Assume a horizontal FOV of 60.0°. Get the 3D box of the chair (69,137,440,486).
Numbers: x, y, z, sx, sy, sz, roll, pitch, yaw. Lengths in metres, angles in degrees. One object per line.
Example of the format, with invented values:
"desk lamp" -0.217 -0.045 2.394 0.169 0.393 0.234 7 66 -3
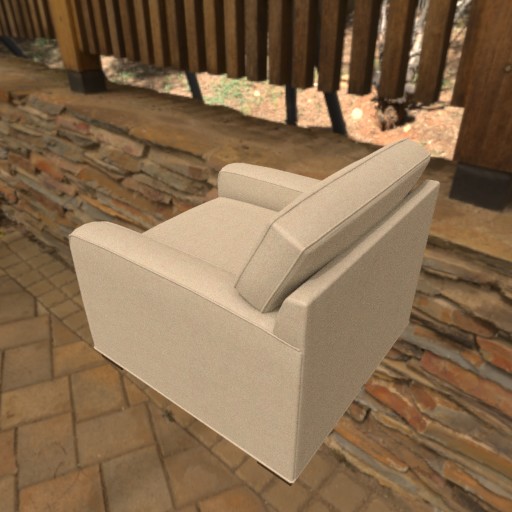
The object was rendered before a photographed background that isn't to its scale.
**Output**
"chair" 0.000 0.000 1.782 1.043 0.913 0.998 21 37 31
